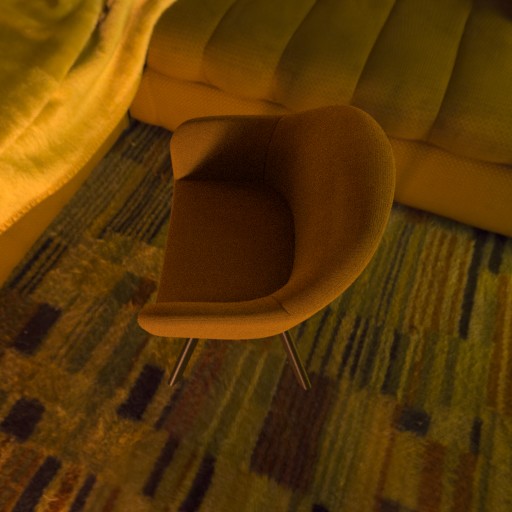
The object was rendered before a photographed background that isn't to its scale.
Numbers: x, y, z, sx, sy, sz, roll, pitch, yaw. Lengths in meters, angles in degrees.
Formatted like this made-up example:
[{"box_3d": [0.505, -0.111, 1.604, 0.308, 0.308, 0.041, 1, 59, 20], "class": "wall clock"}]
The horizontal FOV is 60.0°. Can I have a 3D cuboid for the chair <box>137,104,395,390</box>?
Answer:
[{"box_3d": [0.000, 0.000, 1.200, 0.550, 0.795, 0.590, 1, 58, 1], "class": "chair"}]
